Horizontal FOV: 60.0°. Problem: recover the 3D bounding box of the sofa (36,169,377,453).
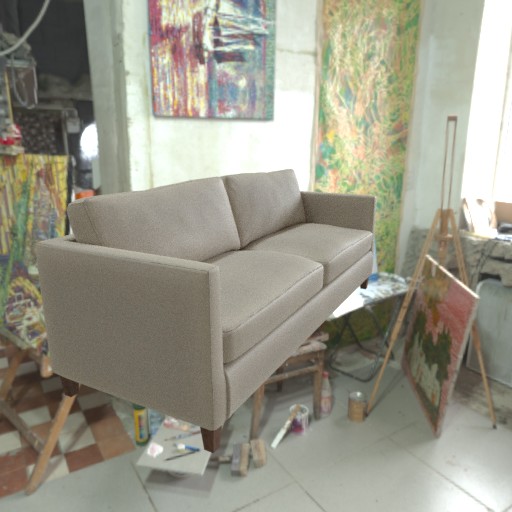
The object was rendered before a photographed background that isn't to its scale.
[{"bbox_3d":[0.000,0.000,2.767,0.951,0.968,2.361,8,17,28],"label":"sofa"}]
